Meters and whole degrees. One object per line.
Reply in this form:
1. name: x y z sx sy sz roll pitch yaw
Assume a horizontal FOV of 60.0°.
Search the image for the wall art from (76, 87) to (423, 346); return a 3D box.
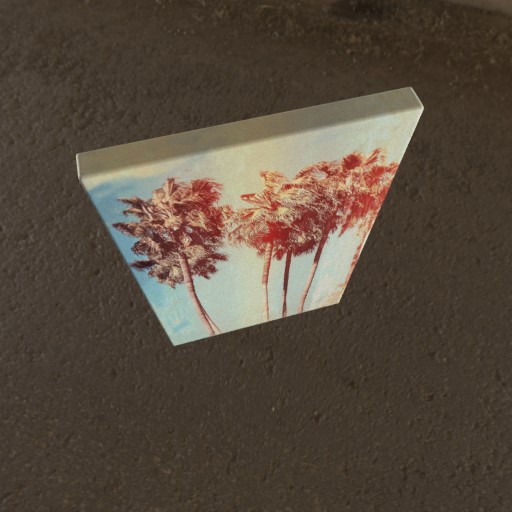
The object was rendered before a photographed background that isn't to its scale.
1. wall art: 0.000 0.000 0.771 0.401 0.610 0.038 -14 63 -7
